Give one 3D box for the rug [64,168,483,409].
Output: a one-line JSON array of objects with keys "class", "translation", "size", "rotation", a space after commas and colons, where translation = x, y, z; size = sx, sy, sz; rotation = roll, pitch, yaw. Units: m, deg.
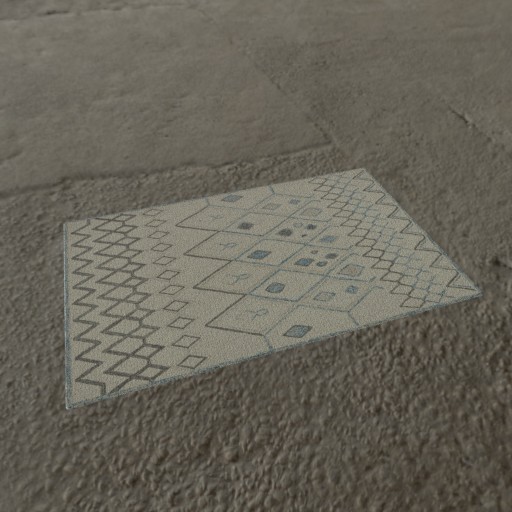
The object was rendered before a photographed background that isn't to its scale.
[{"class": "rug", "translation": [0.000, 0.000, 2.964], "size": [2.439, 0.015, 1.524], "rotation": [-12, 44, -13]}]
